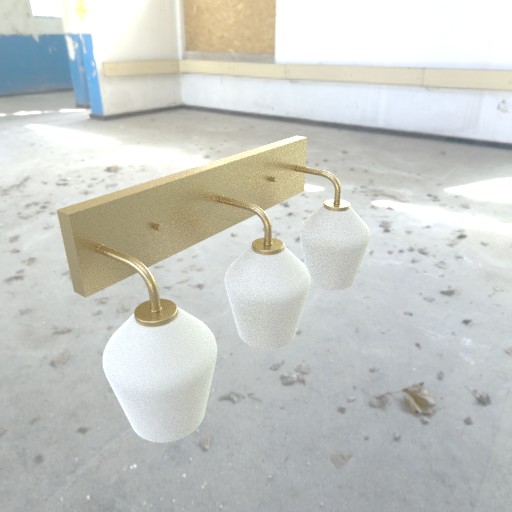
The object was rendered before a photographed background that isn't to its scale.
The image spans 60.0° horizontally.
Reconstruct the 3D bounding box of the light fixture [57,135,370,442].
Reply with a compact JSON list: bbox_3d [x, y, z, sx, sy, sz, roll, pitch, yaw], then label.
[{"bbox_3d":[0.000,0.000,0.727,0.190,0.280,0.609,18,32,32],"label":"light fixture"}]
